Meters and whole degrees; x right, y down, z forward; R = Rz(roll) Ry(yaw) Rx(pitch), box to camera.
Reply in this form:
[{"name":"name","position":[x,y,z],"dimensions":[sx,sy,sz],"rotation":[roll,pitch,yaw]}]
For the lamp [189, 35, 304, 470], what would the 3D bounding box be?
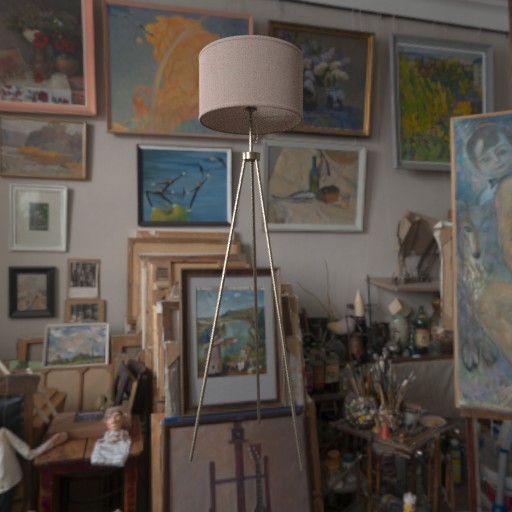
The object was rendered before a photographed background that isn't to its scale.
[{"name":"lamp","position":[0.000,0.000,1.743],"dimensions":[0.460,1.545,0.449],"rotation":[1,1,37]}]
